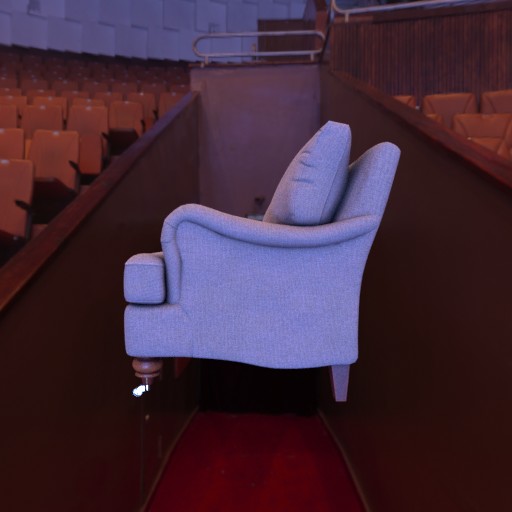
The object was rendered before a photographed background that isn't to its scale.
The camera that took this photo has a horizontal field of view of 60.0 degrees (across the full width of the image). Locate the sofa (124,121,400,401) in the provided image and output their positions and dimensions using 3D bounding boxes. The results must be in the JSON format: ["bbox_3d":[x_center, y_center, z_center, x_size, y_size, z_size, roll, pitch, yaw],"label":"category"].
[{"bbox_3d":[0.000,0.000,2.724,1.069,1.096,2.193,0,1,-1],"label":"sofa"}]
